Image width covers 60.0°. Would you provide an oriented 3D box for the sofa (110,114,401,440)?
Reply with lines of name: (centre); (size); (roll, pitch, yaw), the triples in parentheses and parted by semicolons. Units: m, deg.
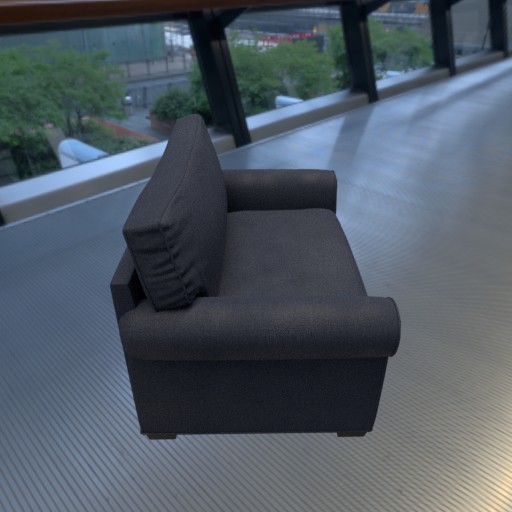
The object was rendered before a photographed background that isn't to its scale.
sofa: (0.000, 0.000, 2.051); (0.938, 1.004, 1.405); (0, 31, -1)
